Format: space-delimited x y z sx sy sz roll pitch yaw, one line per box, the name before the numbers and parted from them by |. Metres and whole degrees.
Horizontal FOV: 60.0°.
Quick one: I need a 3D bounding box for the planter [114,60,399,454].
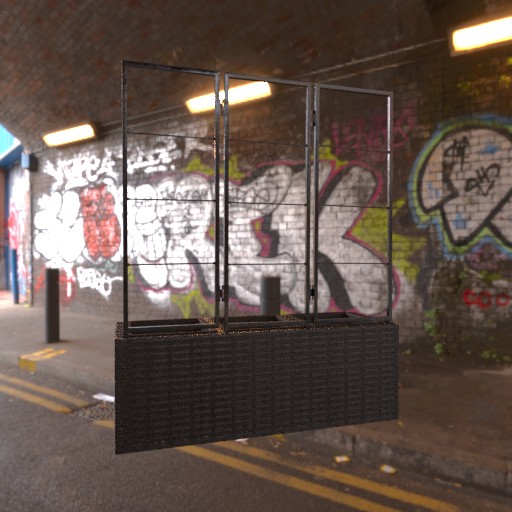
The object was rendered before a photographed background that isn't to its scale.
planter | 0.000 0.000 1.149 0.698 0.841 0.244 0 1 -17
